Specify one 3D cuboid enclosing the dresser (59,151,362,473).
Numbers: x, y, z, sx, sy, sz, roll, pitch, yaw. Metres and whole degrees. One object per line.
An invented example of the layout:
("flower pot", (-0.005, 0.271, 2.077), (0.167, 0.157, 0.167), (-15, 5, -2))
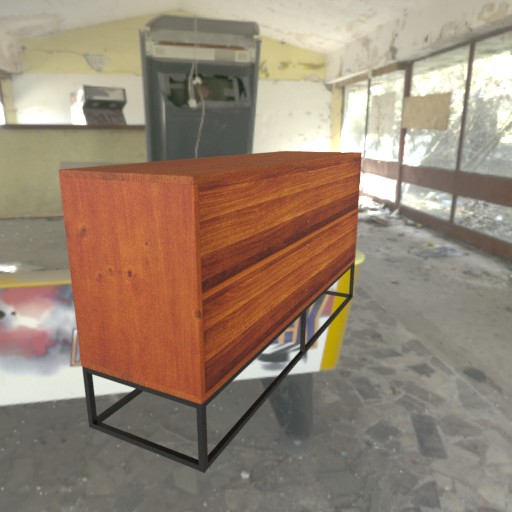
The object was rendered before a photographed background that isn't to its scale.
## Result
("dresser", (0.000, 0.000, 1.875), (0.464, 0.810, 1.536), (8, 17, 26))
